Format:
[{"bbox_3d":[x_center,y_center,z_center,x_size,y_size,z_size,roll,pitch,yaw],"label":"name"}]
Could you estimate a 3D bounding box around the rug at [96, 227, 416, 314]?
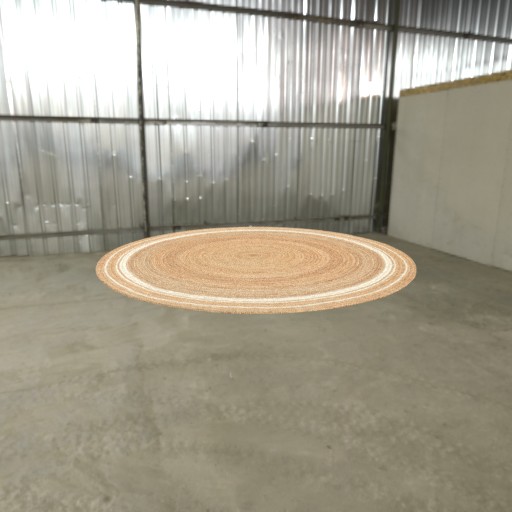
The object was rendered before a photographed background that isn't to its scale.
[{"bbox_3d":[0.000,0.000,3.578,2.444,0.015,2.444,0,15,0],"label":"rug"}]
